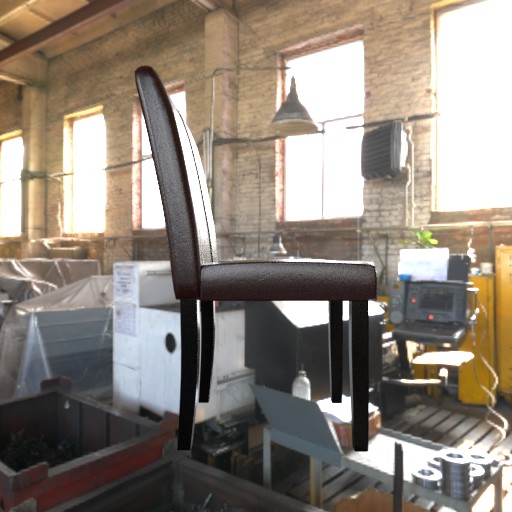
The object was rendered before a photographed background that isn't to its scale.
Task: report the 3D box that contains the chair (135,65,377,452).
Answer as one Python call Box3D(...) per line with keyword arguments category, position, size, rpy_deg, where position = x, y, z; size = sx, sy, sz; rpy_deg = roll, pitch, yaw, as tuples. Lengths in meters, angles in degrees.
Box3D(category="chair", position=(0.000, 0.000, 1.198), size=(0.556, 0.897, 0.399), rpy_deg=(0, 0, 1))
